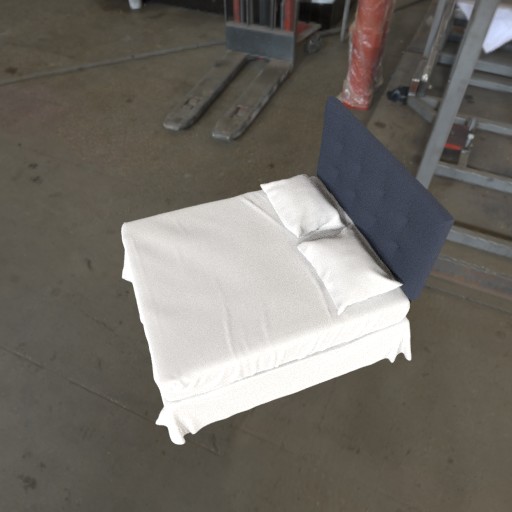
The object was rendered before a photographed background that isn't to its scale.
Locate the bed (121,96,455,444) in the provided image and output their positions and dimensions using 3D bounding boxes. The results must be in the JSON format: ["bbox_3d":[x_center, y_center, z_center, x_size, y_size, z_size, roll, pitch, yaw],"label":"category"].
[{"bbox_3d":[0.000,0.000,3.592,2.222,1.577,1.936,-16,50,-14],"label":"bed"}]
